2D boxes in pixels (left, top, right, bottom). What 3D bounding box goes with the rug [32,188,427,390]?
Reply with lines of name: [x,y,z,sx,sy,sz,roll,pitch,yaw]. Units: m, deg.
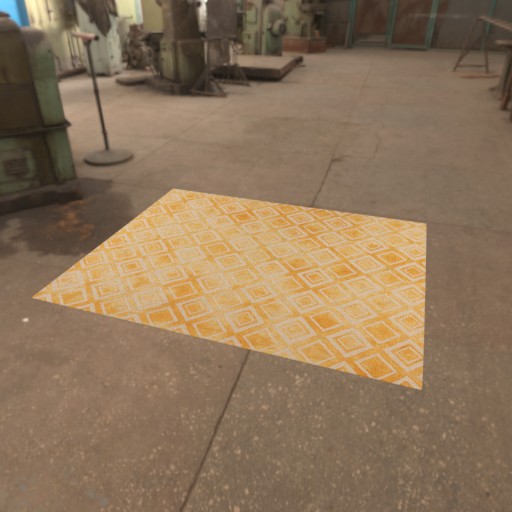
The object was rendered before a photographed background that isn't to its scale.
rug: [0.000,0.000,4.181,3.037,0.011,2.433,10,32,16]
